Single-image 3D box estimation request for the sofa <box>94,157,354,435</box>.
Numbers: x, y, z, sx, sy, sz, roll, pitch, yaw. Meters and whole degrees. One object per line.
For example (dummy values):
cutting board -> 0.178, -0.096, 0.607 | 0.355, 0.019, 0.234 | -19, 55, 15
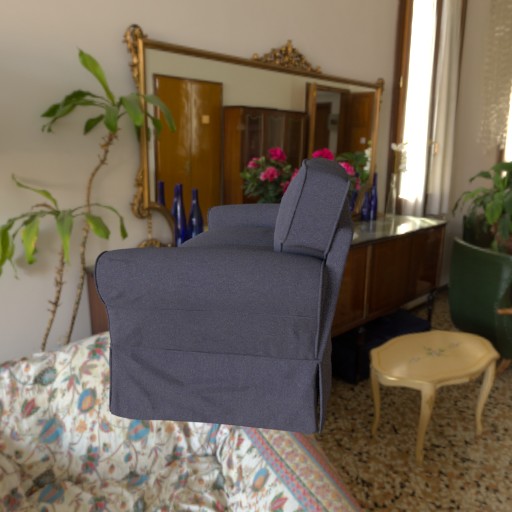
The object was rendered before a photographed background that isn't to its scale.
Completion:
sofa -> 0.000, 0.000, 2.452 | 0.997, 1.059, 1.801 | 2, 13, 10
